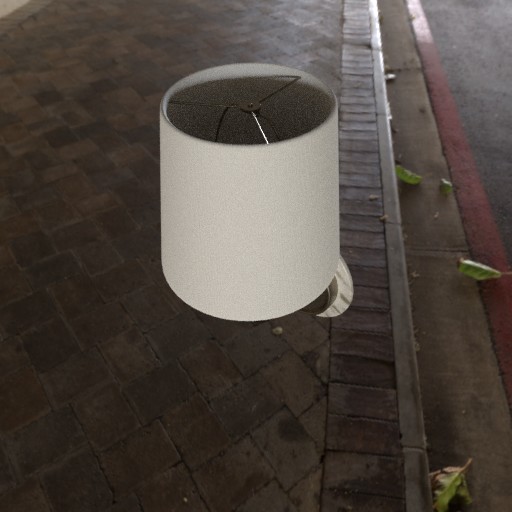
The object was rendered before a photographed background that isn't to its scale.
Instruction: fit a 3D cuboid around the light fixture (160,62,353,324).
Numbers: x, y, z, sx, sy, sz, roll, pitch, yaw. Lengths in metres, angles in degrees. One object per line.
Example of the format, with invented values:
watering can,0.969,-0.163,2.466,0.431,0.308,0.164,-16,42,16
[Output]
light fixture,0.000,0.000,0.444,0.168,0.337,0.188,32,54,27
